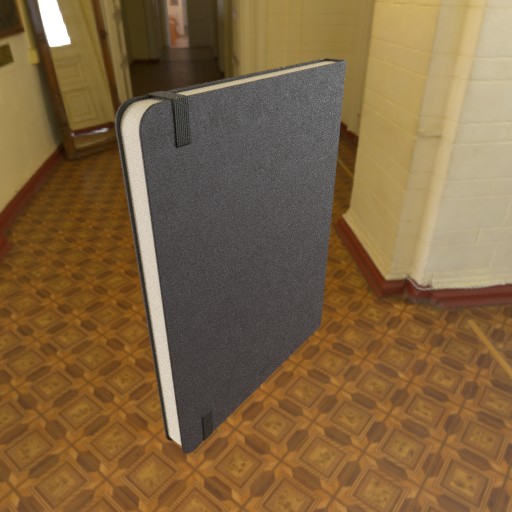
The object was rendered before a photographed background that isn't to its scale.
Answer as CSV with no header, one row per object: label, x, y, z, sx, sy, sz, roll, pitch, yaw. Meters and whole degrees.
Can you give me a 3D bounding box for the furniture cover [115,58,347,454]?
furniture cover,0.000,0.000,0.368,0.023,0.281,0.216,22,37,32
